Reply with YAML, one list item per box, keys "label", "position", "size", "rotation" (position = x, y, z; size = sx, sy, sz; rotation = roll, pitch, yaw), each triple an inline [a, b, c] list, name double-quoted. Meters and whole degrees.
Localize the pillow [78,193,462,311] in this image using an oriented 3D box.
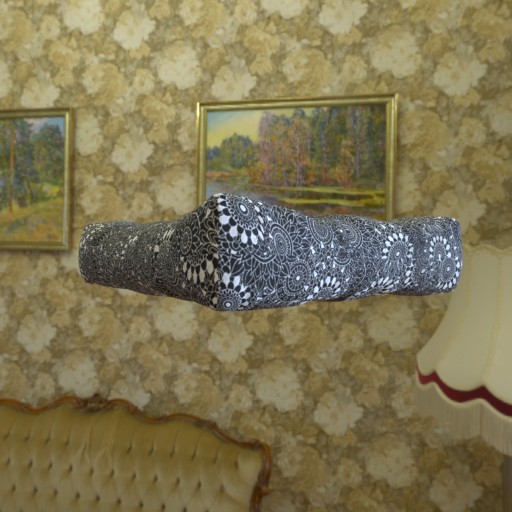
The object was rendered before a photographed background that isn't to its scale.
- label: "pillow"
  position: [0.000, 0.000, 0.743]
  size: [0.468, 0.128, 0.490]
  rotation: [0, 0, -37]
